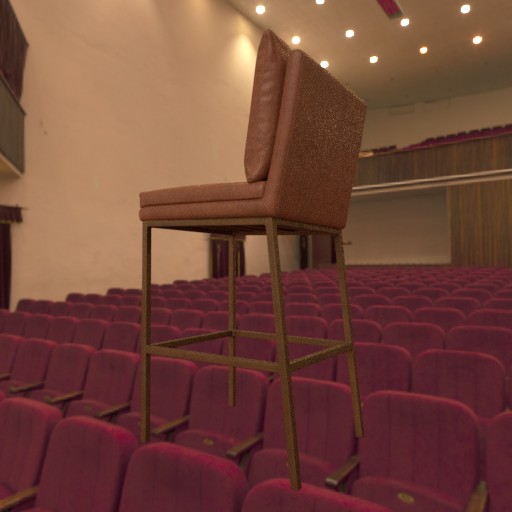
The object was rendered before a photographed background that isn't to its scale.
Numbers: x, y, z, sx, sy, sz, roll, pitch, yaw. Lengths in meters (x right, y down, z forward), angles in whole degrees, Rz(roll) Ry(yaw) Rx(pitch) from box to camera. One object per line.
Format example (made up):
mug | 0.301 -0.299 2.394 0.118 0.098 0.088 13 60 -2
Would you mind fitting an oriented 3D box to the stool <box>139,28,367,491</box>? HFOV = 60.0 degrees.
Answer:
stool | 0.000 0.000 1.382 0.571 1.124 0.463 -1 -2 35
